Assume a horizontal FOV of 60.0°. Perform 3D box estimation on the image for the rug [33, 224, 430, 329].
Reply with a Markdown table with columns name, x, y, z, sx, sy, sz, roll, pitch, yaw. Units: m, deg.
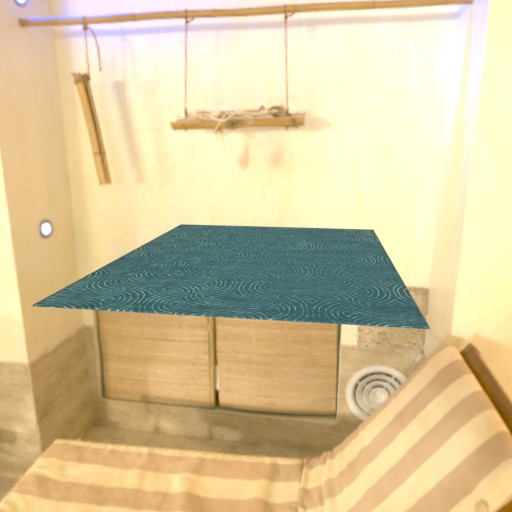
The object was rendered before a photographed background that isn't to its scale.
| name | x | y | z | sx | sy | sz | roll | pitch | yaw |
| --- | --- | --- | --- | --- | --- | --- | --- | --- | --- |
| rug | 0.000 | 0.000 | 4.108 | 2.432 | 0.012 | 3.033 | 2 | 14 | 8 |
